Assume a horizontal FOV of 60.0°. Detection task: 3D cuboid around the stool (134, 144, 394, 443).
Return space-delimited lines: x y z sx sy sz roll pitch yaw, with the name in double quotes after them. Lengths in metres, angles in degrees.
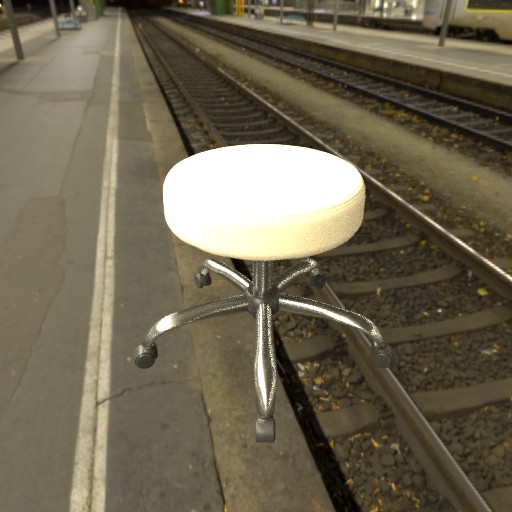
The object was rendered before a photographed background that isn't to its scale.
0.000 0.000 1.073 0.634 0.482 0.614 -20 36 -31 "stool"
